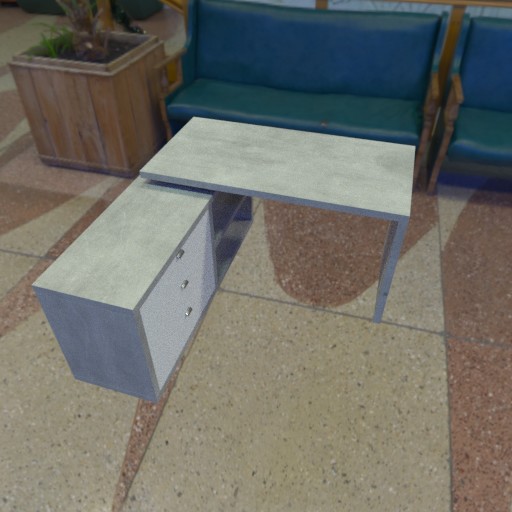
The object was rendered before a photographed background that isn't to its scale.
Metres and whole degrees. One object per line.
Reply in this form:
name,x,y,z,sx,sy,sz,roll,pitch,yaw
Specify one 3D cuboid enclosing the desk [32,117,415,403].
desk,0.000,0.000,2.330,1.400,0.740,1.500,11,42,13
